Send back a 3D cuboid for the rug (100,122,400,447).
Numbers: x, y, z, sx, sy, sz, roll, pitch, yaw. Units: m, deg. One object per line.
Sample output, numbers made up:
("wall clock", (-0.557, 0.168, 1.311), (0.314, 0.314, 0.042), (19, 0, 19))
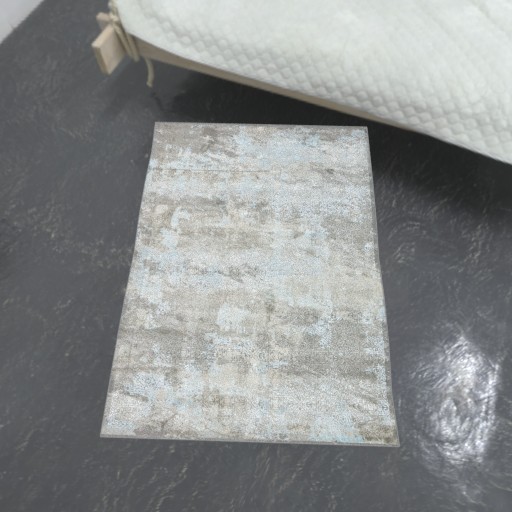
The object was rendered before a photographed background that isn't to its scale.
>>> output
("rug", (0.000, 0.000, 4.253), (2.393, 0.013, 3.307), (2, 64, 1))
